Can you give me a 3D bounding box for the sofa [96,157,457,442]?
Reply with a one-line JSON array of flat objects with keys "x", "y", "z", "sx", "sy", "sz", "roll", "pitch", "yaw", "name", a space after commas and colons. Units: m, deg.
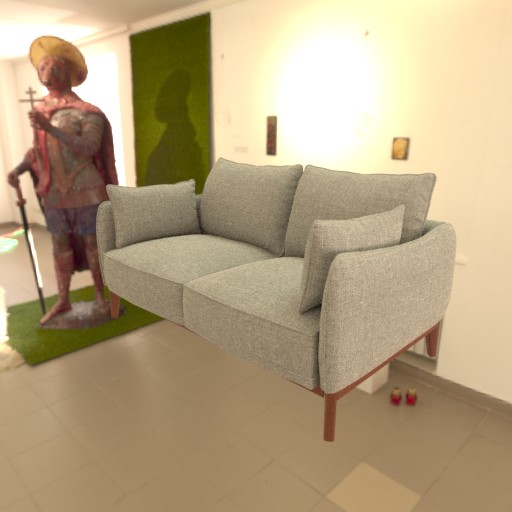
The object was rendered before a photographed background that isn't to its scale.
[{"x": 0.000, "y": 0.000, "z": 2.150, "sx": 1.580, "sy": 0.851, "sz": 0.972, "roll": 15, "pitch": 22, "yaw": 42, "name": "sofa"}]
